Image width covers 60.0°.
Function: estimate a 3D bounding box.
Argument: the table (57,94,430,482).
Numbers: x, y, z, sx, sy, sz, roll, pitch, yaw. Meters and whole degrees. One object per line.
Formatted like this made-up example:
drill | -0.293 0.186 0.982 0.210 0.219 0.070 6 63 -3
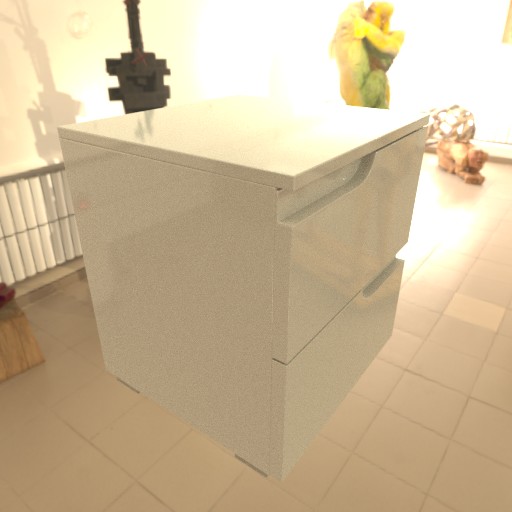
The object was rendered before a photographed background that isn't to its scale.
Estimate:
table | 0.000 0.000 0.787 0.400 0.470 0.420 19 33 32
